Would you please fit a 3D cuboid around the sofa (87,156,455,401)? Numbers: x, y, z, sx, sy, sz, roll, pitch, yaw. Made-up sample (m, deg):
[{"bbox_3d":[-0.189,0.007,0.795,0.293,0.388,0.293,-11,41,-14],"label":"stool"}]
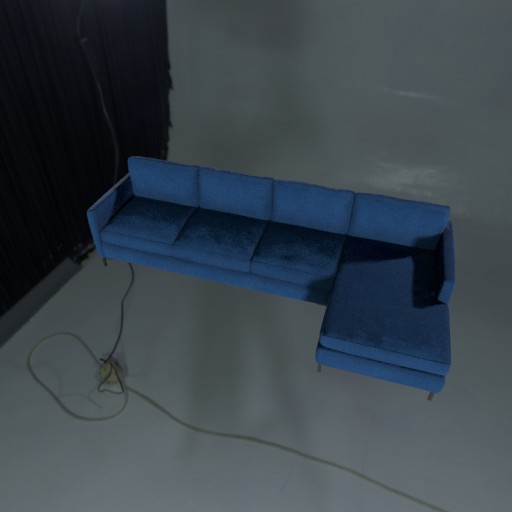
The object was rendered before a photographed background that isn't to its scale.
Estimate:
[{"bbox_3d":[0.000,0.000,3.509,2.932,0.810,1.350,11,41,14],"label":"sofa"}]
